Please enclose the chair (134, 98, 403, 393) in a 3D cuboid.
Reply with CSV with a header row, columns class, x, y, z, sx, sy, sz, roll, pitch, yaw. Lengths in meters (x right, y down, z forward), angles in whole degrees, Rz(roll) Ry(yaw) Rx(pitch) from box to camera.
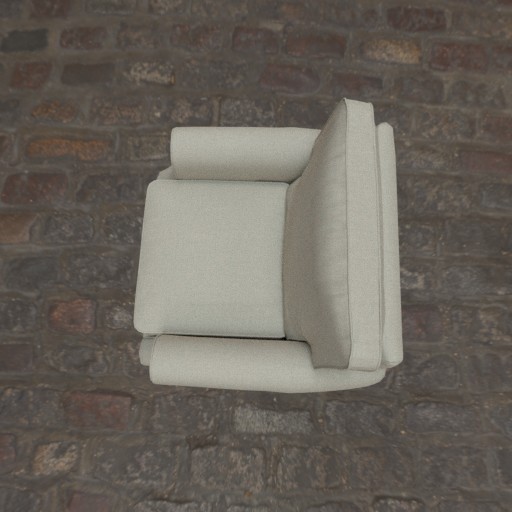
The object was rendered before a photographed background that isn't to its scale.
class,x,y,z,sx,sy,sz,roll,pitch,yaw
chair,0.000,0.000,1.769,0.966,0.967,1.029,2,76,1
